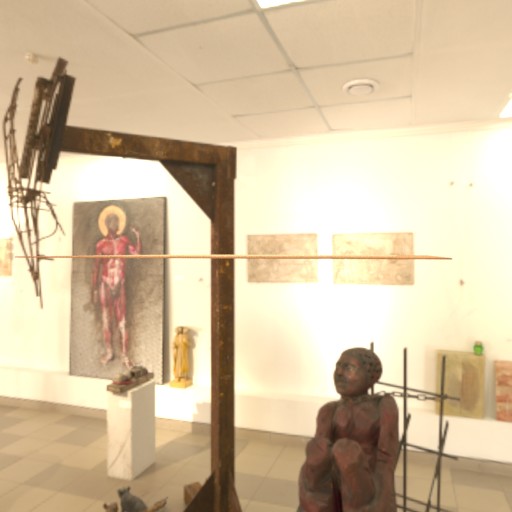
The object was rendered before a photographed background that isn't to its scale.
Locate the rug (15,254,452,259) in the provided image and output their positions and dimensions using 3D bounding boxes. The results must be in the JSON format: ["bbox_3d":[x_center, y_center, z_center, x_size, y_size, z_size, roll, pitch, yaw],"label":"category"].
[{"bbox_3d":[0.000,0.000,4.039,3.048,0.014,2.438,0,0,18],"label":"rug"}]
